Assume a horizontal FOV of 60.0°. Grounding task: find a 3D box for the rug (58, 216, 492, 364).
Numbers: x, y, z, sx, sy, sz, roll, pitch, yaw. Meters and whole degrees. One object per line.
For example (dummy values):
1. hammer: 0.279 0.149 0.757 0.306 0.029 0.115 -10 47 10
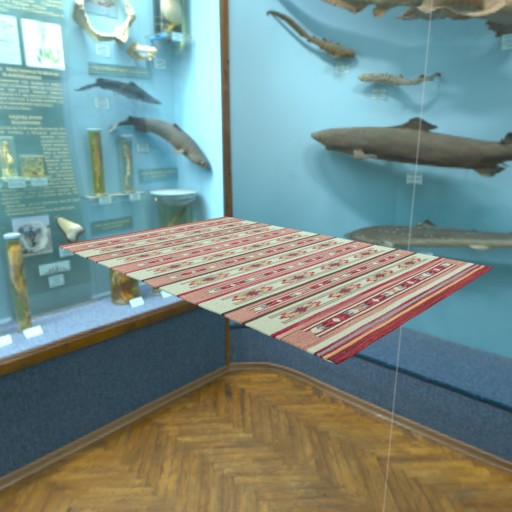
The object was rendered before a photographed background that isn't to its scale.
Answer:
1. rug: 0.000 0.000 2.207 1.817 0.008 1.223 15 21 43
